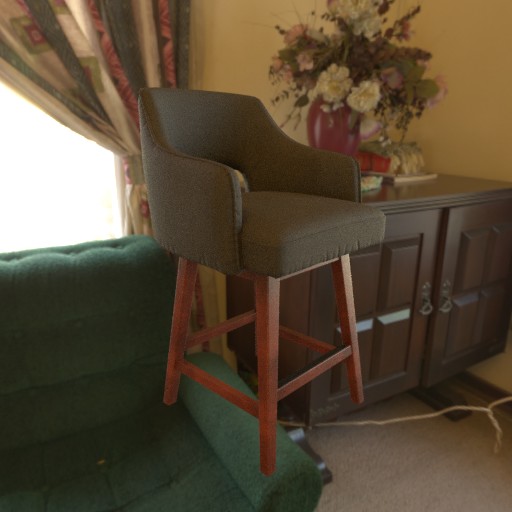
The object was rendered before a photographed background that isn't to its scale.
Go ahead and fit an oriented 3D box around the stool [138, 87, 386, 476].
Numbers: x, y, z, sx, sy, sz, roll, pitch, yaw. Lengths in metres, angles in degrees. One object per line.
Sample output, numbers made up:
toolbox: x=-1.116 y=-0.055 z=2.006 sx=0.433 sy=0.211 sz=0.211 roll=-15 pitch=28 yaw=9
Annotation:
stool: x=0.000 y=0.000 z=1.250 sx=0.558 sy=0.912 sz=0.548 roll=15 pitch=22 yaw=42
